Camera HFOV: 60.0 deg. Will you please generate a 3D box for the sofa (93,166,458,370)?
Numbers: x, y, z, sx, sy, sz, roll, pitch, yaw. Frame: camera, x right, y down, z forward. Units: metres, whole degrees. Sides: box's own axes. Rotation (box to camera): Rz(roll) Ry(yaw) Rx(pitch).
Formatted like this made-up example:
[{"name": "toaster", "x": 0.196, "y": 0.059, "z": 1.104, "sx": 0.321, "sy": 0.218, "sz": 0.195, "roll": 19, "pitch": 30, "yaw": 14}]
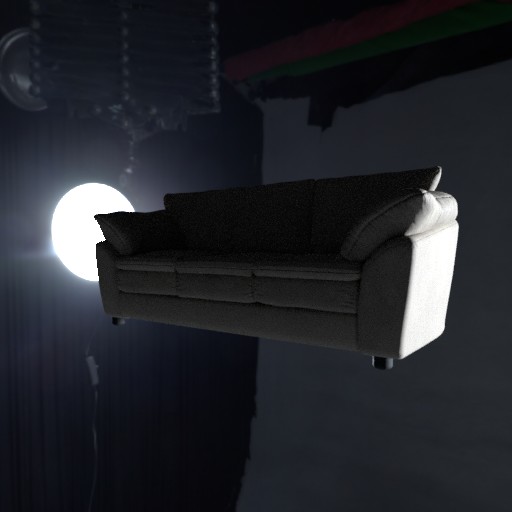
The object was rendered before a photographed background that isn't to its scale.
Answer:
[{"name": "sofa", "x": 0.000, "y": 0.000, "z": 2.838, "sx": 2.334, "sy": 0.996, "sz": 0.878, "roll": 1, "pitch": 2, "yaw": 36}]
